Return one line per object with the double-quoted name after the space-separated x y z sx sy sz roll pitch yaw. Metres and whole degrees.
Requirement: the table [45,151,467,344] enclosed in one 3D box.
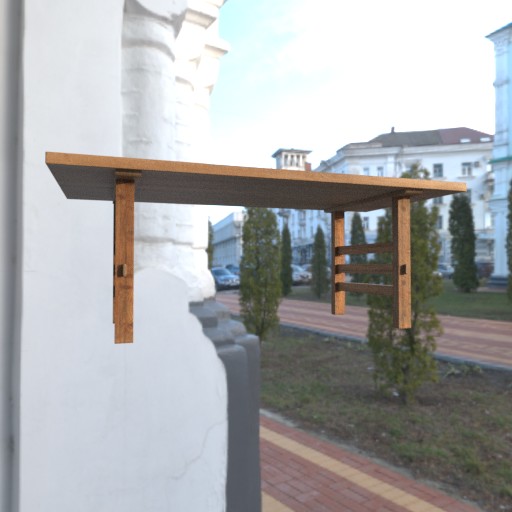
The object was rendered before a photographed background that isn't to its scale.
0.000 0.000 2.440 2.003 0.760 0.952 0 -1 -19 "table"
